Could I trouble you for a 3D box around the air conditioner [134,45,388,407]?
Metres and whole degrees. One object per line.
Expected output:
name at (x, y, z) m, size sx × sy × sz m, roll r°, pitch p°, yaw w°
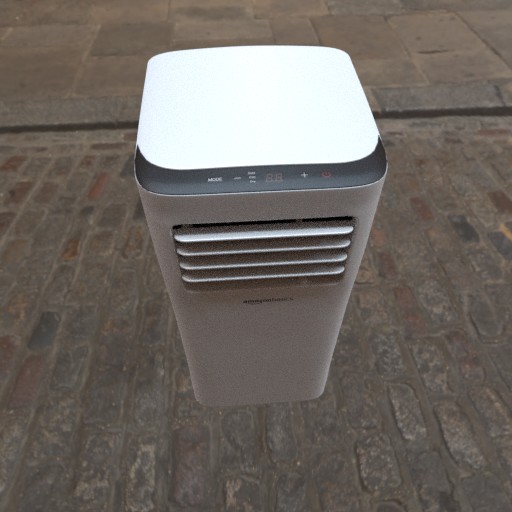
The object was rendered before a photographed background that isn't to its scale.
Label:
air conditioner at (0.000, 0.000, 0.922) m, size 0.352 × 0.716 × 0.369 m, roll -3°, pitch 47°, yaw -3°
